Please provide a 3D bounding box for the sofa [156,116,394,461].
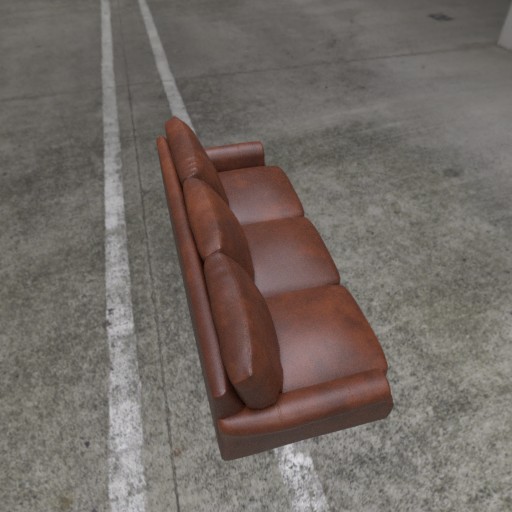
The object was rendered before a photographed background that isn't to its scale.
[{"bbox_3d":[0.000,0.000,2.883,0.973,0.977,2.351,-11,46,-11],"label":"sofa"}]
